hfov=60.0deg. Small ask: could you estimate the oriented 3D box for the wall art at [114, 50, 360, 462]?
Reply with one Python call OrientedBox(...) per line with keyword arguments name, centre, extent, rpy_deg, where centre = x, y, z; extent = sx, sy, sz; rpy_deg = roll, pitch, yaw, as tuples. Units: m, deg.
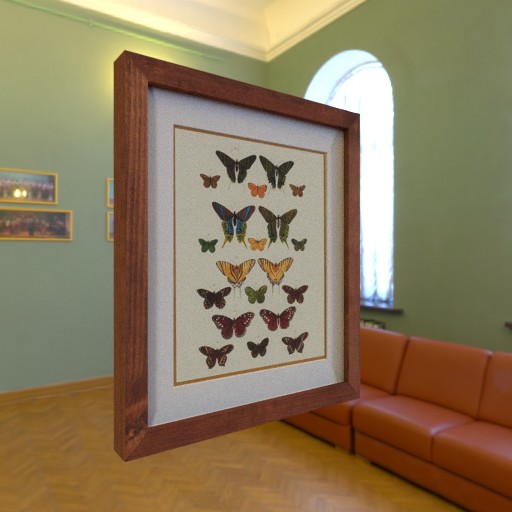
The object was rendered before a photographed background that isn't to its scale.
OrientedBox(name="wall art", centre=(0.000, 0.000, 0.608), extent=(0.377, 0.449, 0.039), rpy_deg=(0, 0, -35))
